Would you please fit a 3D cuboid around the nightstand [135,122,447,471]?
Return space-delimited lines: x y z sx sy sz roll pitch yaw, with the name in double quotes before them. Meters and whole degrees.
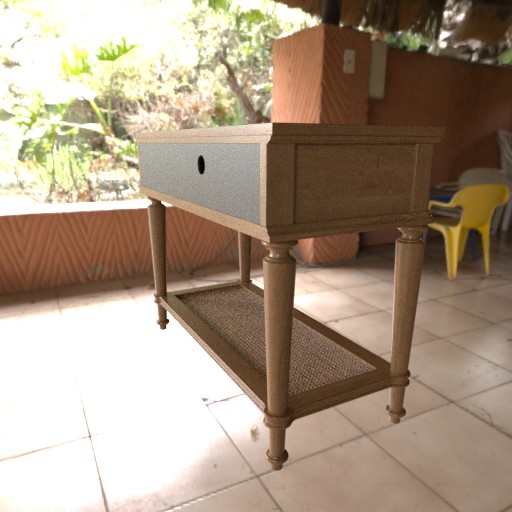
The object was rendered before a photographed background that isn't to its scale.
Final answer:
"nightstand" 0.000 0.000 1.286 0.432 0.700 0.914 -8 16 -27
